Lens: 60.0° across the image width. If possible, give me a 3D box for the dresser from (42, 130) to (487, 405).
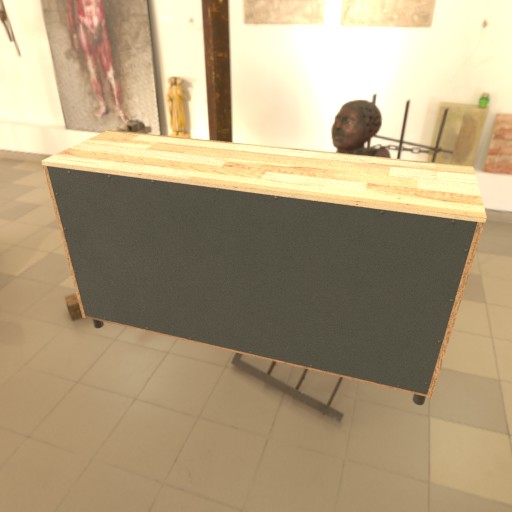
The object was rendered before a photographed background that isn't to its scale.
[{"bbox_3d":[0.000,0.000,1.886,1.547,0.834,0.487,10,33,15],"label":"dresser"}]
